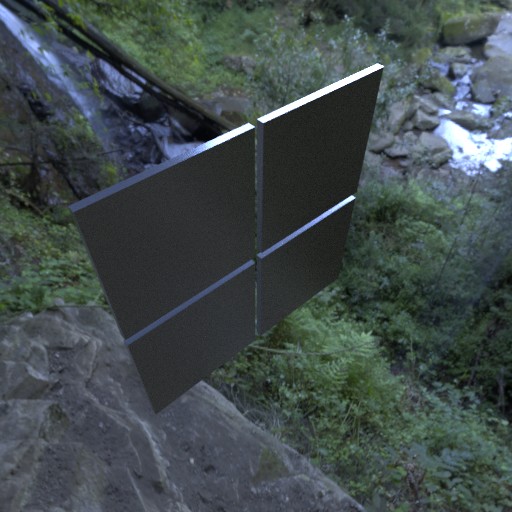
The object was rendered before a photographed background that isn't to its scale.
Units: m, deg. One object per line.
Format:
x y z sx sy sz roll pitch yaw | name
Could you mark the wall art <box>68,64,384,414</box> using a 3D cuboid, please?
0.000 0.000 1.670 1.118 1.118 0.029 -33 55 -26 | wall art
